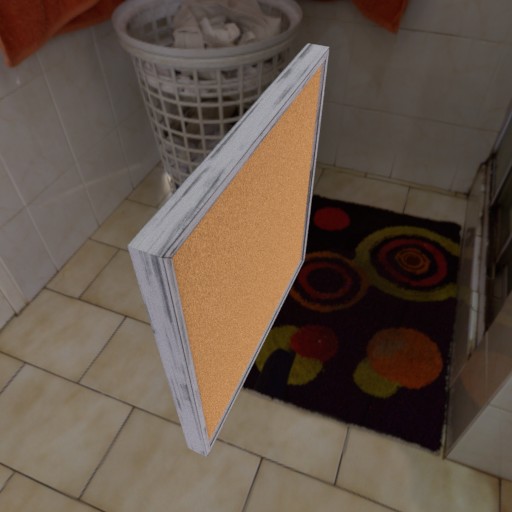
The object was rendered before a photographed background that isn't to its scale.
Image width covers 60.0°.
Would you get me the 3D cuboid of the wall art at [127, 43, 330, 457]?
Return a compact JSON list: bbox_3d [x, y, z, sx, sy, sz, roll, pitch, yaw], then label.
[{"bbox_3d":[0.000,0.000,0.744,0.038,0.506,0.506,18,49,16],"label":"wall art"}]
